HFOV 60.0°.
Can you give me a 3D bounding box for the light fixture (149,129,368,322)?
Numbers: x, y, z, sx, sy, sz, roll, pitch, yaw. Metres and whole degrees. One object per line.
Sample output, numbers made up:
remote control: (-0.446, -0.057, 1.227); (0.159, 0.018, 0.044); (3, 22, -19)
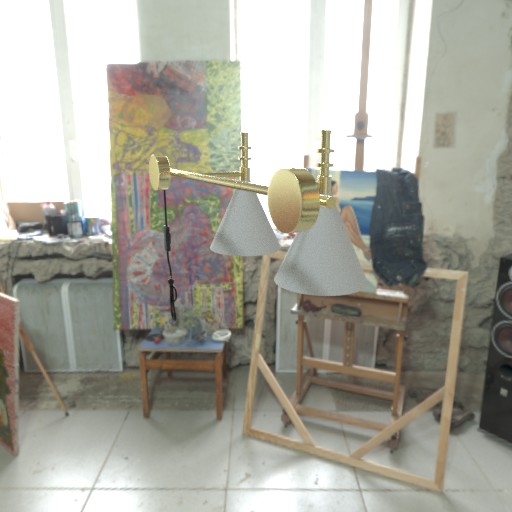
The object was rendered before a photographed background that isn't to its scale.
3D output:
light fixture: (0.000, 0.000, 0.862); (0.239, 0.468, 0.642); (-8, 17, -28)
